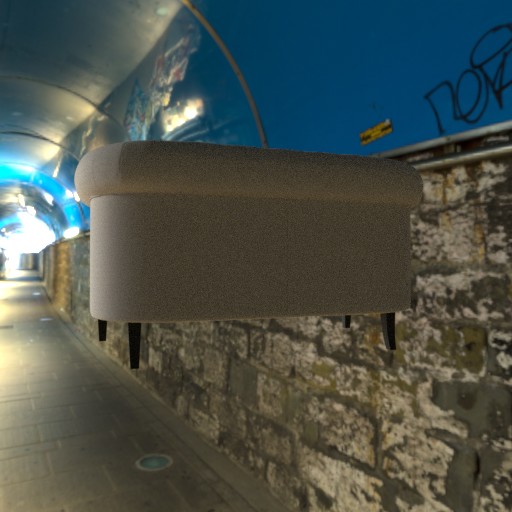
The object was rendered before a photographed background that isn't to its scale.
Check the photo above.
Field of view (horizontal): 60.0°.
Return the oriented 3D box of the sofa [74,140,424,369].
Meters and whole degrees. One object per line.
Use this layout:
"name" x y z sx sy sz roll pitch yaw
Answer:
"sofa" 0.000 0.000 2.032 1.558 0.827 0.835 0 0 -18
